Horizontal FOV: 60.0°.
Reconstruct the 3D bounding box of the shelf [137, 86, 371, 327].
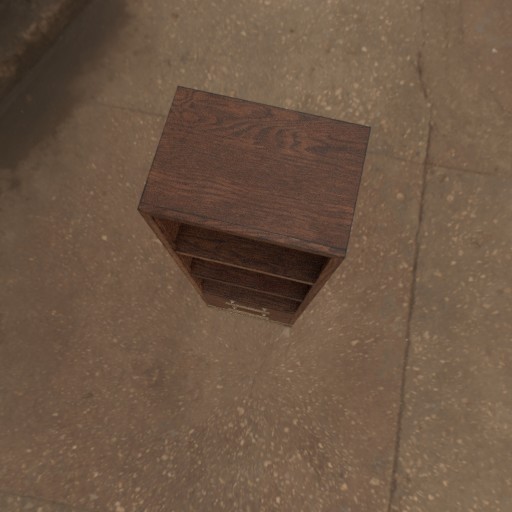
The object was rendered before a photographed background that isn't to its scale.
[{"bbox_3d":[0.000,0.000,1.983,0.539,1.732,0.395,13,76,3],"label":"shelf"}]
